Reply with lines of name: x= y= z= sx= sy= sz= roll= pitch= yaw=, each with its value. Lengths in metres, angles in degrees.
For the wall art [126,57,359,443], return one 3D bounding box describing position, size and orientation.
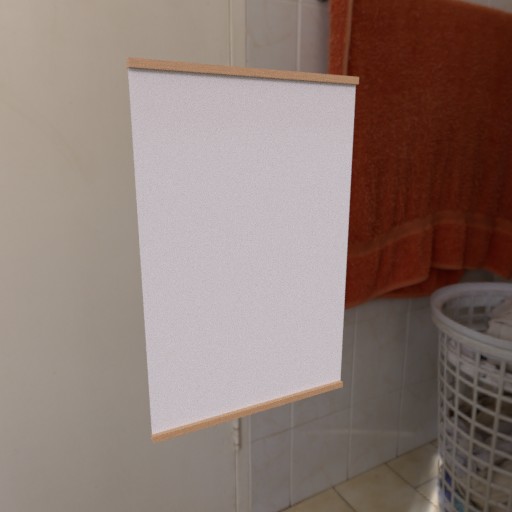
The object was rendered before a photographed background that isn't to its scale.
wall art: x=0.000 y=0.000 z=0.649 sx=0.335 sy=0.510 sz=0.013 roll=-7 pitch=16 yaw=-26
